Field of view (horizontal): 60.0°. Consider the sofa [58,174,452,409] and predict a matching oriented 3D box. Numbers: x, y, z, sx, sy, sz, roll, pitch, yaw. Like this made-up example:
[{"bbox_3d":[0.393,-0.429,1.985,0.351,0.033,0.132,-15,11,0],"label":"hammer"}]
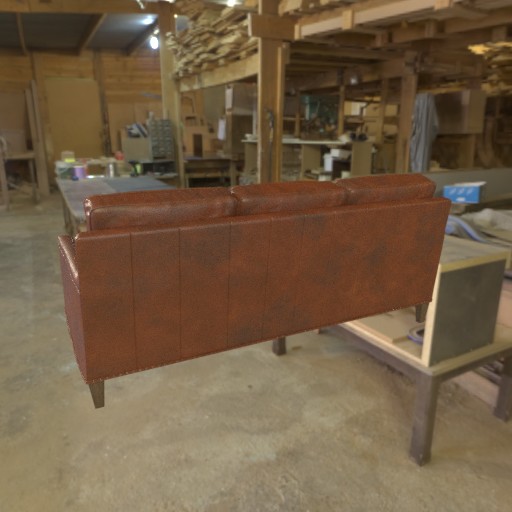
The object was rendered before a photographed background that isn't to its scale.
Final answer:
[{"bbox_3d":[0.000,0.000,2.788,2.240,1.003,1.084,-8,18,-26],"label":"sofa"}]
